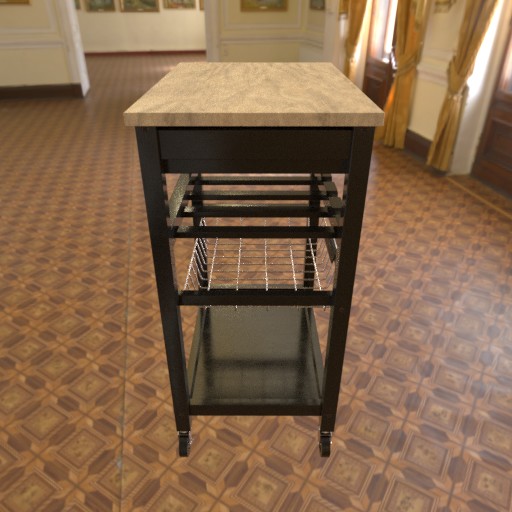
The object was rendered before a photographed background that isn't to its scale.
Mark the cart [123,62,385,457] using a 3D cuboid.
[{"bbox_3d":[0.000,0.000,1.129,0.403,0.839,0.584,0,31,0],"label":"cart"}]
